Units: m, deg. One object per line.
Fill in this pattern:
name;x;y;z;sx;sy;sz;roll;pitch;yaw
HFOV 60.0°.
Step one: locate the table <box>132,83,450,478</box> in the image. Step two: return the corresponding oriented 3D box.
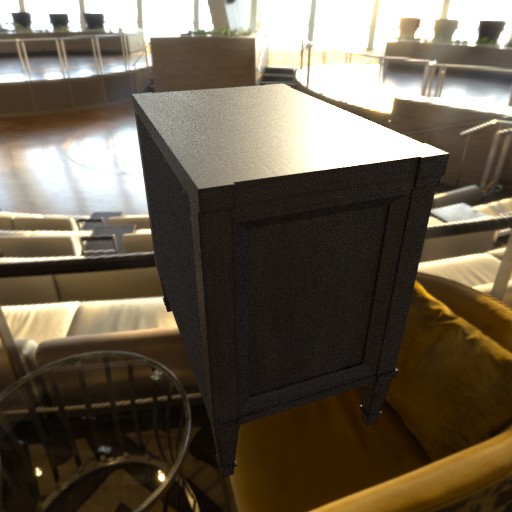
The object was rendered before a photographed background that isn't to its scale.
table;0.000;0.000;1.073;0.413;0.660;0.660;-11;33;-18
